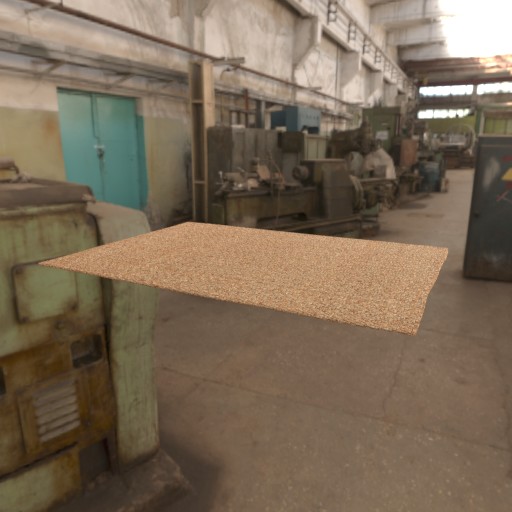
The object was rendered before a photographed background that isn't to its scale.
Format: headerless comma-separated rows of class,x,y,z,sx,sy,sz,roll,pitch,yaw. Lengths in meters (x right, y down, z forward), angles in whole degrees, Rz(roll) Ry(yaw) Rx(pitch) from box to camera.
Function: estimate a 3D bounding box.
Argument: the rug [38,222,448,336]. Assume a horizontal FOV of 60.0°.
rug,0.000,0.000,2.785,2.141,0.013,1.566,7,16,26
